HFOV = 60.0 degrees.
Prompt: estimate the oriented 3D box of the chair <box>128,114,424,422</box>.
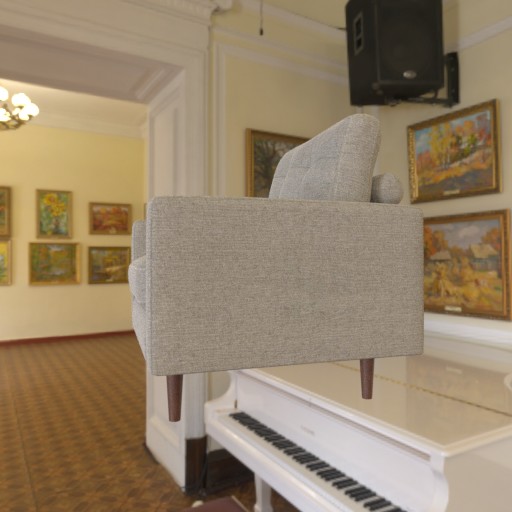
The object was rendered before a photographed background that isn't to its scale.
[{"bbox_3d":[0.000,0.000,1.547,0.843,0.880,0.821,0,0,-18],"label":"chair"}]
